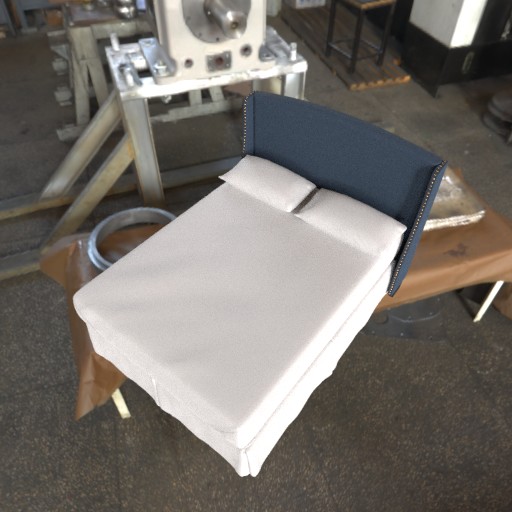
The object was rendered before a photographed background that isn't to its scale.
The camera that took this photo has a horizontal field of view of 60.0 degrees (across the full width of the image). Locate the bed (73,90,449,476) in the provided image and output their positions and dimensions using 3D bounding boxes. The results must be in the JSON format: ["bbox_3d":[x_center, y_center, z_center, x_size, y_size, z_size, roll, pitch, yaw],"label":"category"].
[{"bbox_3d":[0.000,0.000,3.311,1.710,1.407,2.237,30,53,25],"label":"bed"}]
